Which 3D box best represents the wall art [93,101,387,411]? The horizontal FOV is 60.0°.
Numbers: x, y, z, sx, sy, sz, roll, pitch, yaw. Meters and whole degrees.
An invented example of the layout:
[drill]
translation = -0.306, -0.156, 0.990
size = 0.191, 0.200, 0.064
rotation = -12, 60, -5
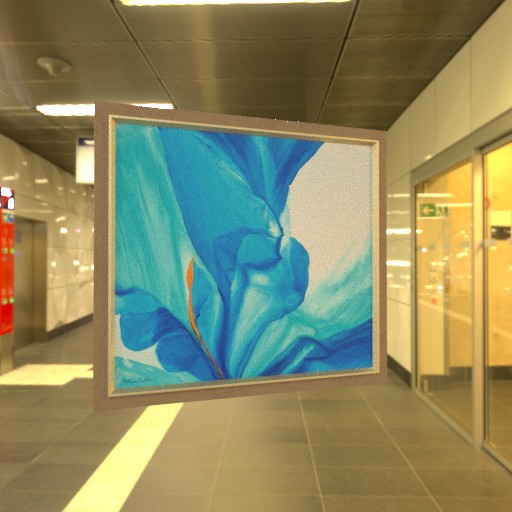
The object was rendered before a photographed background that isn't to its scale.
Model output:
[wall art]
translation = 0.000, 0.000, 1.698
size = 1.168, 1.067, 0.025
rotation = 0, -1, -18
